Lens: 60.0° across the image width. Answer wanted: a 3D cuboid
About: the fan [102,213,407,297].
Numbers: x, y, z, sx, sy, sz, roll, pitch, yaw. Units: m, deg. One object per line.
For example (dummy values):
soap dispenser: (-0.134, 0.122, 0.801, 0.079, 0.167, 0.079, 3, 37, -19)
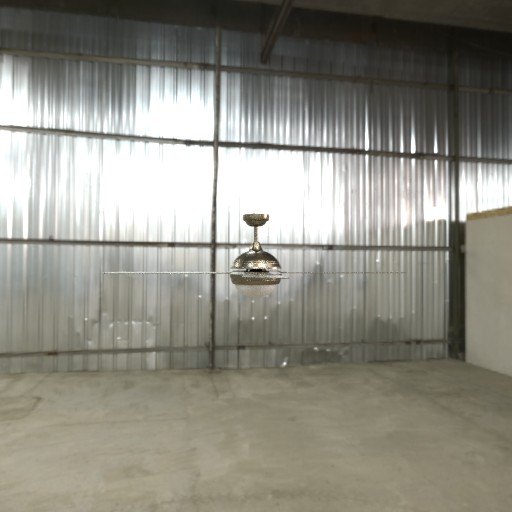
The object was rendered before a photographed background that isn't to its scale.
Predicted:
fan: (0.000, 0.000, 2.047, 1.321, 0.381, 1.321, 0, -1, 18)
